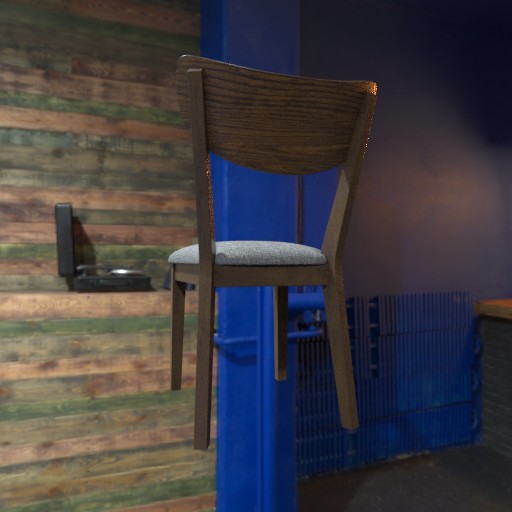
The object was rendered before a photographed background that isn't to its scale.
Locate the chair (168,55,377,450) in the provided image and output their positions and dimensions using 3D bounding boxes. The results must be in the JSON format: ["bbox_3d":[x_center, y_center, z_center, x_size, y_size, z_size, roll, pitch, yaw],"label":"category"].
[{"bbox_3d":[0.000,0.000,1.214,0.491,0.849,0.583,0,0,-18],"label":"chair"}]
